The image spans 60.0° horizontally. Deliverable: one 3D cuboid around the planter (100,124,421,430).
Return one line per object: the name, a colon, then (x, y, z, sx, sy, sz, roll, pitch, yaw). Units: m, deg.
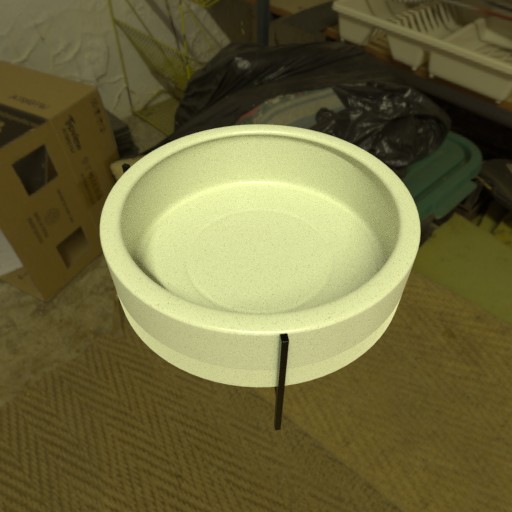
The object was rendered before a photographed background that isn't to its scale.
planter: (0.000, 0.000, 0.537, 0.345, 0.171, 0.336, 18, 48, 16)
